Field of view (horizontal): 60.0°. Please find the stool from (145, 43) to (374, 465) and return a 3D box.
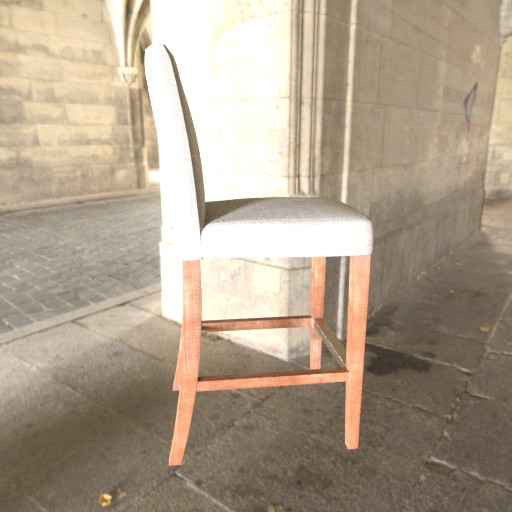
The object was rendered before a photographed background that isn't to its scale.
[{"bbox_3d":[0.000,0.000,1.330,0.570,1.088,0.439,-2,16,-8],"label":"stool"}]
